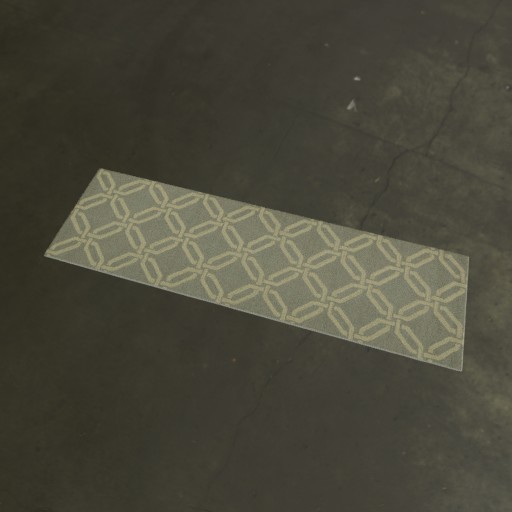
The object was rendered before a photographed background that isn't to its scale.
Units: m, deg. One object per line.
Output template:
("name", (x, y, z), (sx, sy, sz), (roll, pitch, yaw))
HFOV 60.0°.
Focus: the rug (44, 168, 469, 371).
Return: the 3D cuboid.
("rug", (0.000, 0.000, 2.473), (2.276, 0.014, 0.678), (14, 60, 9))
